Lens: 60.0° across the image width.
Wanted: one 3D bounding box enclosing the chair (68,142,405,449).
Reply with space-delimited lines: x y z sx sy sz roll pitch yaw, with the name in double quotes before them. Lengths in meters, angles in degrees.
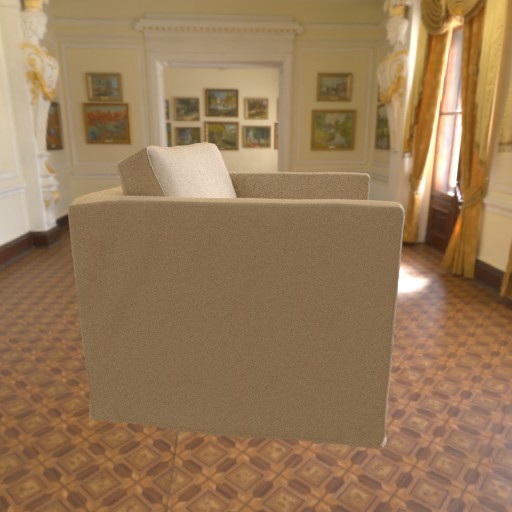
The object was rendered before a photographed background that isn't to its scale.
"chair" 0.000 0.000 1.724 0.947 0.851 1.057 2 15 8
